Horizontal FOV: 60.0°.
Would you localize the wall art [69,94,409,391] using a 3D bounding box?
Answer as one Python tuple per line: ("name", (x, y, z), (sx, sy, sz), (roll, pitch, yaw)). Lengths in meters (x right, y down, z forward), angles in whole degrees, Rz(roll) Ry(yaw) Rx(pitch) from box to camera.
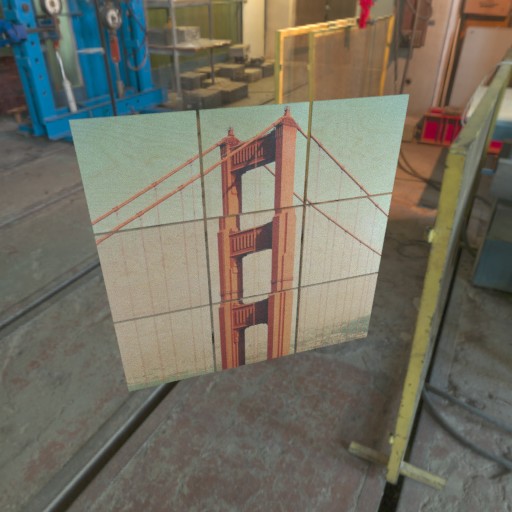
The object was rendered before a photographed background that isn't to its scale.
("wall art", (0.000, 0.000, 2.310), (1.517, 1.523, 0.013), (-9, 33, -15))
